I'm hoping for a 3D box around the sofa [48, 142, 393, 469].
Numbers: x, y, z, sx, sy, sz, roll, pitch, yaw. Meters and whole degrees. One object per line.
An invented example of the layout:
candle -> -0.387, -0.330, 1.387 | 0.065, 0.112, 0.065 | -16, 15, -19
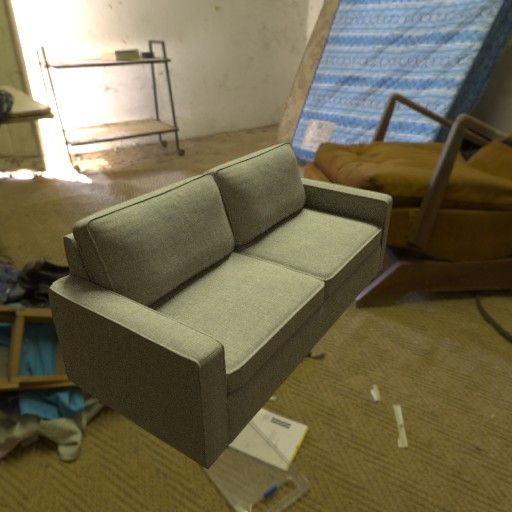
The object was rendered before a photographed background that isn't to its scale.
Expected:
sofa -> 0.000, 0.000, 2.587 | 0.945, 0.918, 2.078 | 17, 32, 30
